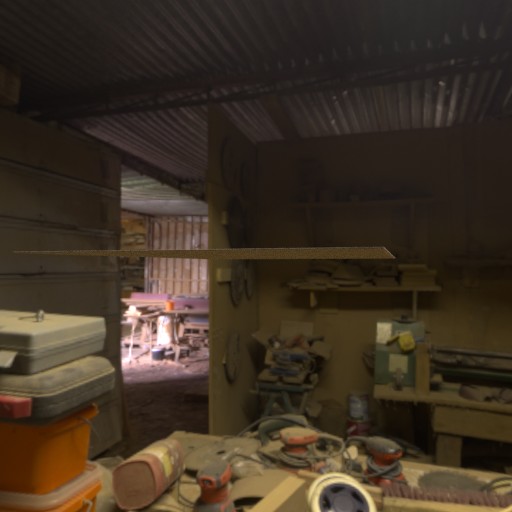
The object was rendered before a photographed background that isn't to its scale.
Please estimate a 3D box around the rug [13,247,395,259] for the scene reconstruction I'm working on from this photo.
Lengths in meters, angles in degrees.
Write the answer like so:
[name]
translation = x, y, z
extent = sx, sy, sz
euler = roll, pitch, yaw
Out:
[rug]
translation = 0.000, 0.000, 4.156
extent = 2.438, 0.006, 3.197
euler = 0, -1, 18
